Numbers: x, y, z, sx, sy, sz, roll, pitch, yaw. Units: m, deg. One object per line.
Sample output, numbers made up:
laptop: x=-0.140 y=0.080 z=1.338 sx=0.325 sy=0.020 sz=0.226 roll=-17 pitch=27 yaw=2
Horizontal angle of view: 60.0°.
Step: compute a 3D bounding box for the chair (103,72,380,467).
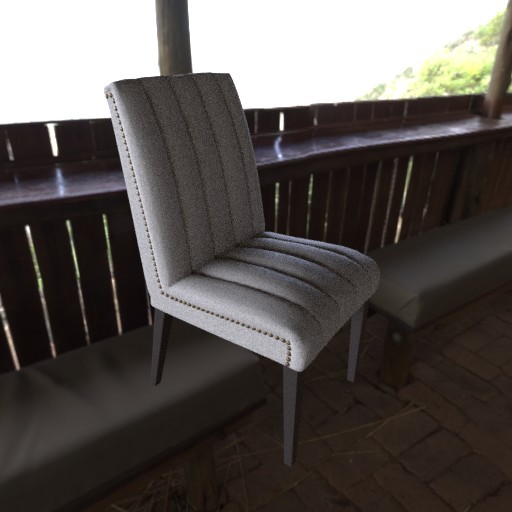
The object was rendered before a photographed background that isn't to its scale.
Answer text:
chair: x=0.000 y=0.000 z=1.364 sx=0.647 sy=1.016 sz=0.511 roll=17 pitch=31 yaw=31
